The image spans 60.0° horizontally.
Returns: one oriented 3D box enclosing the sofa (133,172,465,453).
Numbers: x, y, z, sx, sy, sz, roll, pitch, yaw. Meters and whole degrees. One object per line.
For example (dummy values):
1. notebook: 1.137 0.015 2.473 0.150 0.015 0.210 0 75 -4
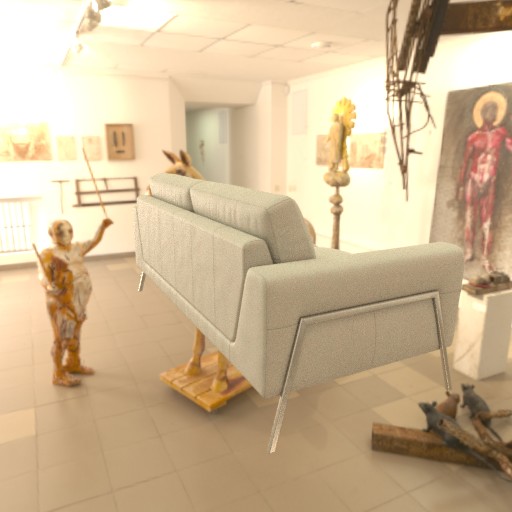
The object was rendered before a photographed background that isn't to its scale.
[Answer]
1. sofa: 0.000 0.000 2.520 0.953 0.875 2.017 -7 16 -26
